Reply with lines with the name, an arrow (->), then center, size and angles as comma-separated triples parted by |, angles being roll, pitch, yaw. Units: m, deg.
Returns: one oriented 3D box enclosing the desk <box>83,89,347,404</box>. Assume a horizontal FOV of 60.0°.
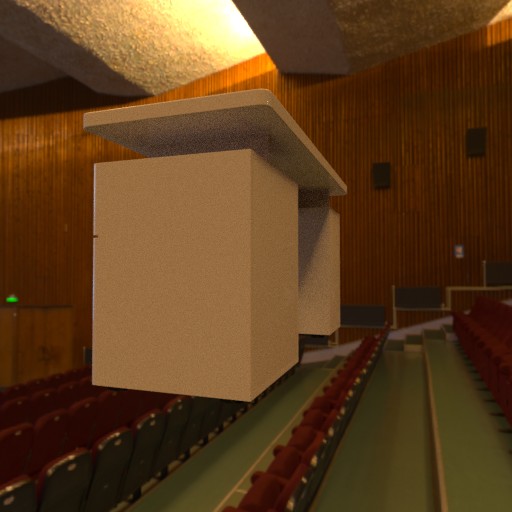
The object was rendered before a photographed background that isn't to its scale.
desk -> 0.000, 0.000, 1.790 | 0.550, 0.762, 1.400 | 0, -2, 19
